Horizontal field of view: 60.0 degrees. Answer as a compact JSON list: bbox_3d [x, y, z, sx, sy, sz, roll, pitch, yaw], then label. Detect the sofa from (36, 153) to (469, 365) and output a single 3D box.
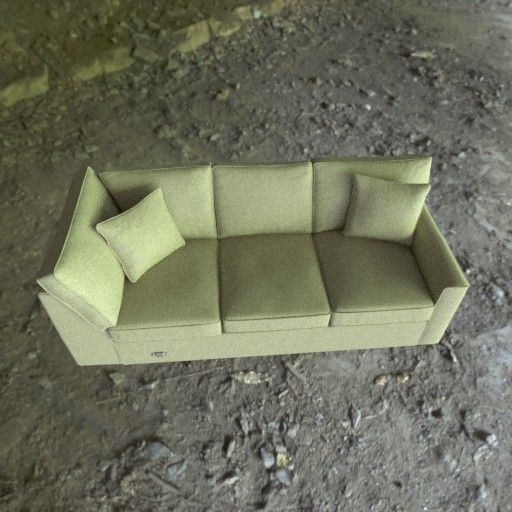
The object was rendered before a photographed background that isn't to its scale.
[{"bbox_3d":[0.000,0.000,2.844,2.323,0.948,1.053,-3,46,-3],"label":"sofa"}]
